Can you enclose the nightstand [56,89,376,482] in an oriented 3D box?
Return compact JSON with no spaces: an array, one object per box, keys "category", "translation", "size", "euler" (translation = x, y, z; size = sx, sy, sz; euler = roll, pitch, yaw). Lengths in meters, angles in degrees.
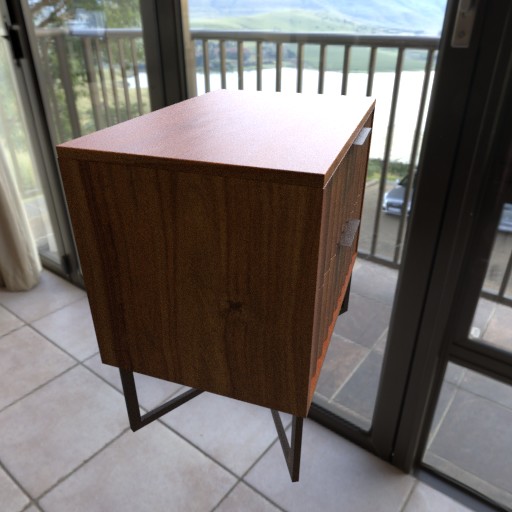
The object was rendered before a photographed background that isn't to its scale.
[{"category":"nightstand","translation":[0.000,0.000,1.004],"size":[0.427,0.615,0.613],"euler":[9,30,17]}]
